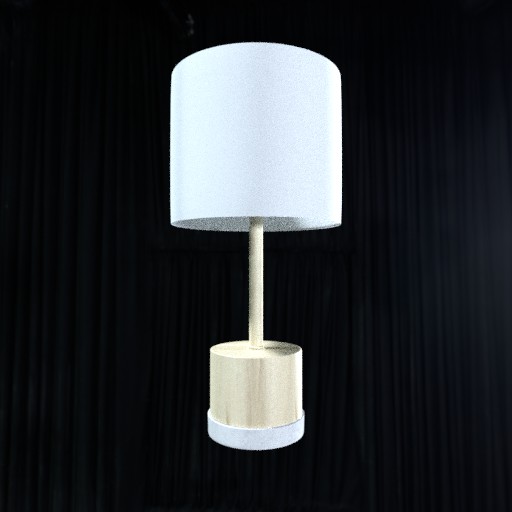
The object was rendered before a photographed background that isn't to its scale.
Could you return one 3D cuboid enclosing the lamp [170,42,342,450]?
[{"bbox_3d":[0.000,0.000,0.601,0.229,0.470,0.229,0,-1,-1],"label":"lamp"}]
